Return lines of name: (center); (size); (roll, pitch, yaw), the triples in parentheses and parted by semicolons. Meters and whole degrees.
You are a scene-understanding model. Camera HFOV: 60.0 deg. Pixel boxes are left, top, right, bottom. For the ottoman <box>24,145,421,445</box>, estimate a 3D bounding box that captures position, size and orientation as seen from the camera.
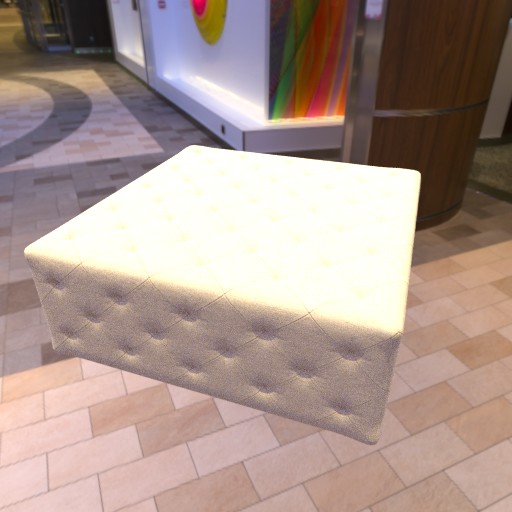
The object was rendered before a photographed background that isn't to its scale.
ottoman: (0.000, 0.000, 1.590); (1.028, 0.439, 1.028); (11, 33, 17)
